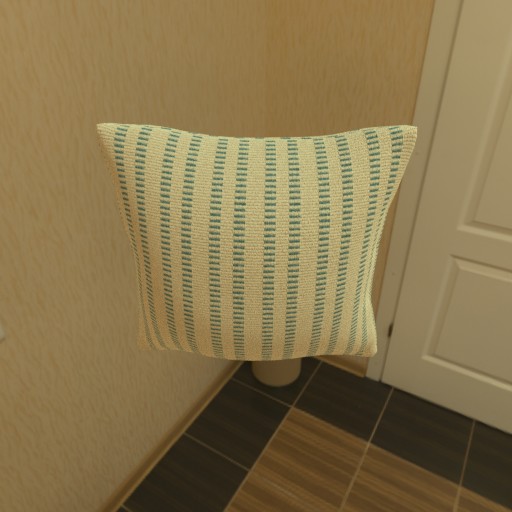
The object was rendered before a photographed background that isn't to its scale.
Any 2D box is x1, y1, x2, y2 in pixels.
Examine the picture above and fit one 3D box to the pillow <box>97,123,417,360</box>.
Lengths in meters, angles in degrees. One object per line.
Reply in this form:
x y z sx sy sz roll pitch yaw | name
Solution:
0.000 0.000 0.704 0.438 0.419 0.247 1 32 2 | pillow
